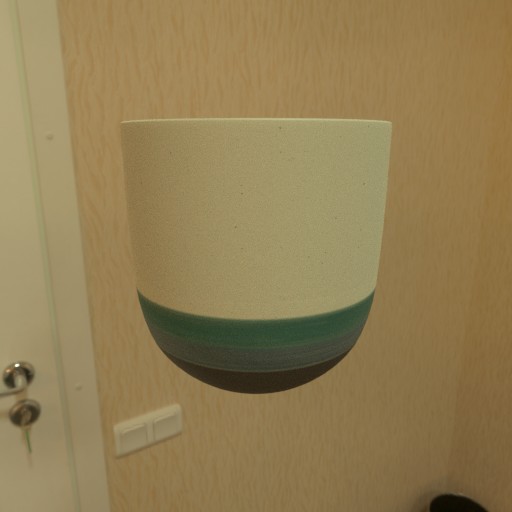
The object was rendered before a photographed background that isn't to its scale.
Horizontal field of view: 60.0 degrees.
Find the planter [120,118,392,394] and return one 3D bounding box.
[{"bbox_3d":[0.000,0.000,0.373,0.204,0.214,0.204,0,15,0],"label":"planter"}]
